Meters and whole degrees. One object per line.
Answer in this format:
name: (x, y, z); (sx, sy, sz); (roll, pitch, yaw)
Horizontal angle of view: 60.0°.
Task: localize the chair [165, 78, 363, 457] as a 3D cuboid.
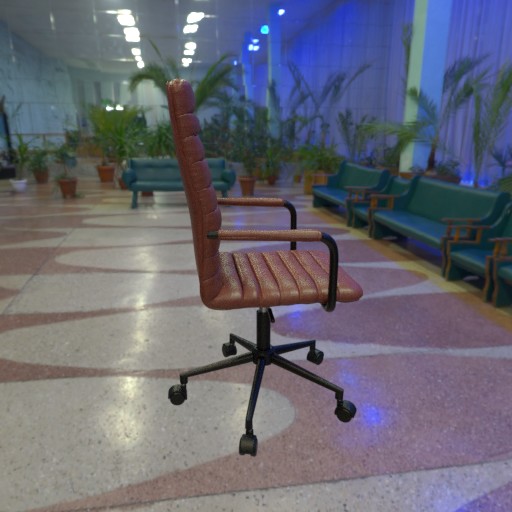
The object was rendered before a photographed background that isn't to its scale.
chair: (0.000, 0.000, 1.351); (0.580, 0.979, 0.608); (-2, 17, -8)
